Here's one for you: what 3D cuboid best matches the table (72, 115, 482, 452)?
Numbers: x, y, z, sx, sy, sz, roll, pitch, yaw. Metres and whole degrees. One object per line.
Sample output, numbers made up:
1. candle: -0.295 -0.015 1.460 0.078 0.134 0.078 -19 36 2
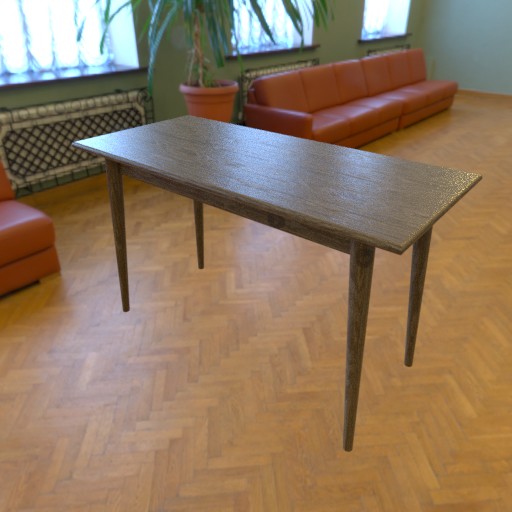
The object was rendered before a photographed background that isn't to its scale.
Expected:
1. table: 0.000 0.000 1.701 1.300 0.780 0.599 22 37 33
